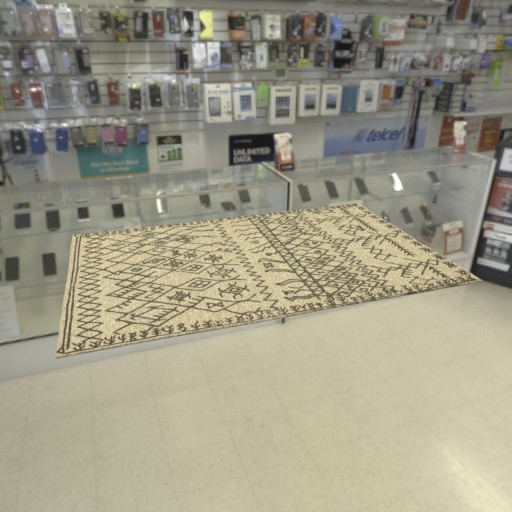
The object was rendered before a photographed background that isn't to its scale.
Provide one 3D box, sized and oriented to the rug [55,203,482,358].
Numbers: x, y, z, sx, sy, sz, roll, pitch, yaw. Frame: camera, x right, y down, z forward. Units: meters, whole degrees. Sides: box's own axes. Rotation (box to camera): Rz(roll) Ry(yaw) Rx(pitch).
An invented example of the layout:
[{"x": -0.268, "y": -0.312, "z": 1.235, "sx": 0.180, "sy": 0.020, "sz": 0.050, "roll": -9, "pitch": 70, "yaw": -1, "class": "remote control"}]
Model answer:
[{"x": 0.000, "y": 0.000, "z": 3.050, "sx": 2.444, "sy": 0.012, "sz": 1.530, "roll": -8, "pitch": 27, "yaw": -16, "class": "rug"}]
